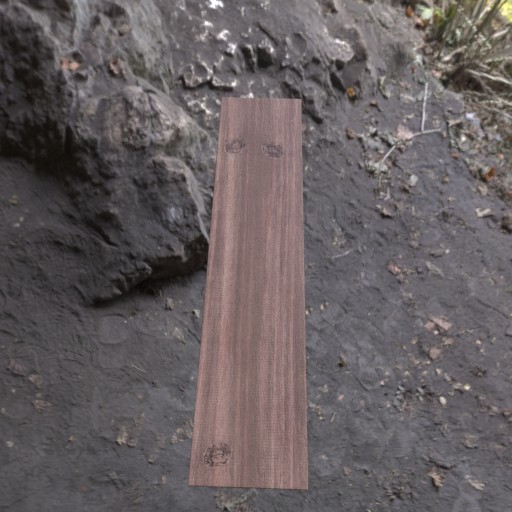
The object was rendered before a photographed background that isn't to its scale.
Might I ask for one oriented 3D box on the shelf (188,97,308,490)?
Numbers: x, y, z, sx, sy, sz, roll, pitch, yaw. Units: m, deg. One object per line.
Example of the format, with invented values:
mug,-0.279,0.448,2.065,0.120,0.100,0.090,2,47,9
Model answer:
shelf,0.000,0.000,0.657,0.140,0.020,0.610,2,64,1
